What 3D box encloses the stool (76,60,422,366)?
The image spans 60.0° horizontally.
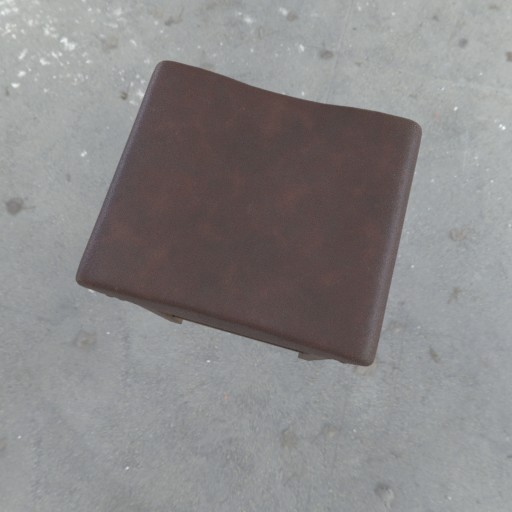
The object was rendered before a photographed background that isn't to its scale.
[{"bbox_3d":[0.000,0.000,1.044,0.465,0.769,0.401,15,77,4],"label":"stool"}]
